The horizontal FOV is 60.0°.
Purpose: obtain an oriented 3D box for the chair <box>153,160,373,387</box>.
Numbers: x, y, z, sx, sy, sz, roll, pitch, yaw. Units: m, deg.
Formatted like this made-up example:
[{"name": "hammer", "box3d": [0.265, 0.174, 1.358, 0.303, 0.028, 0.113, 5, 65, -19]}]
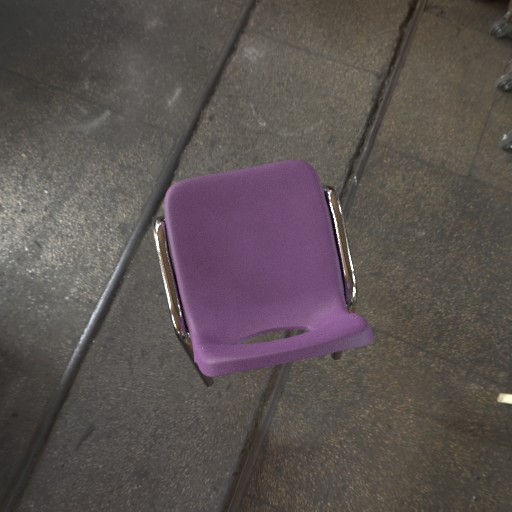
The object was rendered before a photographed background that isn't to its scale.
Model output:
[{"name": "chair", "box3d": [0.000, 0.000, 0.801, 0.356, 0.584, 0.419, -11, 76, -3]}]
